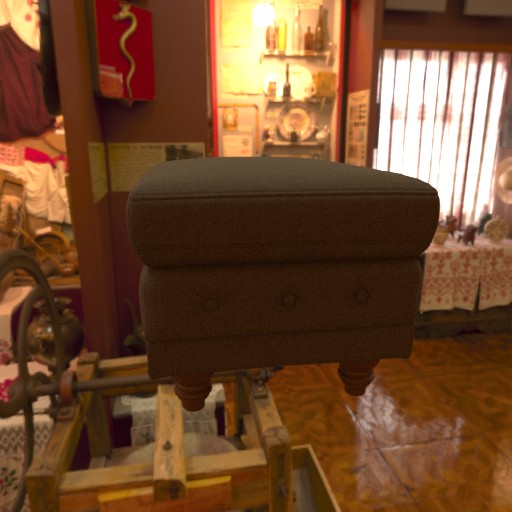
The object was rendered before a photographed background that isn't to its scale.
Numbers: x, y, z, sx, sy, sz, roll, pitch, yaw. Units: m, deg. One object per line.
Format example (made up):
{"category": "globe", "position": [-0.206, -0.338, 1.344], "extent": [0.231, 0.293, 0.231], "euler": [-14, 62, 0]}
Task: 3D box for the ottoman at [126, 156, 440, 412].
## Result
{"category": "ottoman", "position": [0.000, 0.000, 1.164], "extent": [0.569, 0.500, 0.771], "euler": [-2, 15, -9]}
